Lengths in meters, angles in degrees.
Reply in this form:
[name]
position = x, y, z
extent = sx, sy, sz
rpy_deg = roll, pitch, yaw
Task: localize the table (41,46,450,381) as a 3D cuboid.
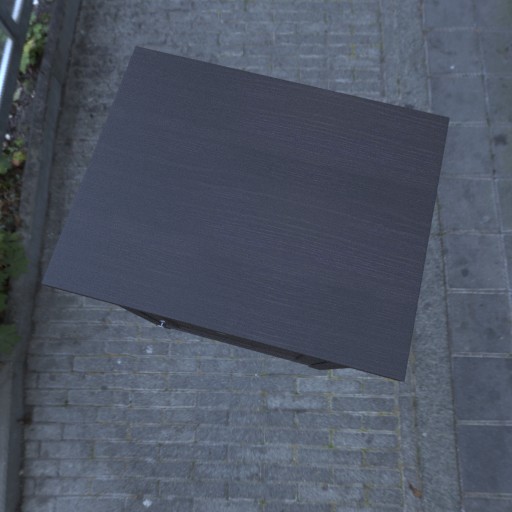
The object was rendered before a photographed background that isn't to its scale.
[table]
position = 0.000, 0.000, 0.917
extent = 0.480, 0.635, 0.381
rpy_deg = 14, 75, 4
